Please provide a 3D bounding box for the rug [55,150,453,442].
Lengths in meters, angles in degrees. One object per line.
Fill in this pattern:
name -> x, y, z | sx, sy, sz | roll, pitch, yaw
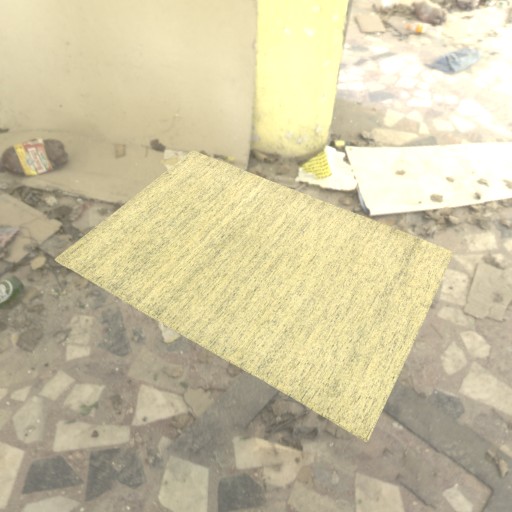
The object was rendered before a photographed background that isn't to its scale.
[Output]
rug -> 0.000, 0.000, 3.016 | 2.263, 0.017, 1.523 | 25, 52, 21
